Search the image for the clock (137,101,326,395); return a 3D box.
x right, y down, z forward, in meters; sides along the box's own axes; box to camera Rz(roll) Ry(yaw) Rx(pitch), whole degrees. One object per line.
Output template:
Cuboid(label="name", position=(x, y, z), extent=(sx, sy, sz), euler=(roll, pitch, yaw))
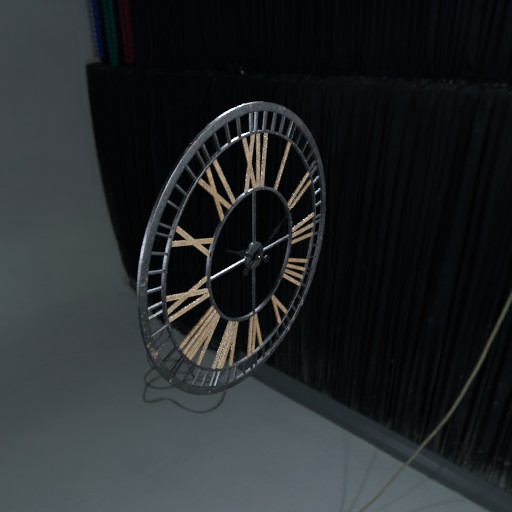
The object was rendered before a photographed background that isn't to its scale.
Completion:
Cuboid(label="clock", position=(0.000, 0.000, 1.282), extent=(0.025, 0.843, 0.843), euler=(17, 30, 33))
